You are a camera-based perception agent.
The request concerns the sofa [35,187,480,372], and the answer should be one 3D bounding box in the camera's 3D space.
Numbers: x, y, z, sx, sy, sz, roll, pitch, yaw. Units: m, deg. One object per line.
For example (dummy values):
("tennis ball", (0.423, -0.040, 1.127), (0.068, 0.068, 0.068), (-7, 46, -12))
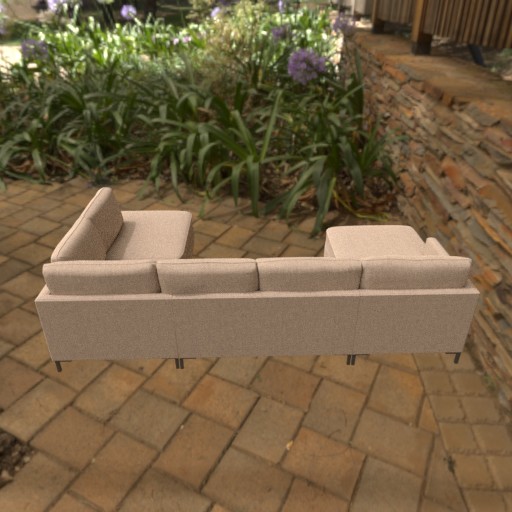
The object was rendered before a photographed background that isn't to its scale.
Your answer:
("sofa", (0.000, 0.000, 4.302), (3.423, 0.996, 2.021), (-1, 30, -2))
